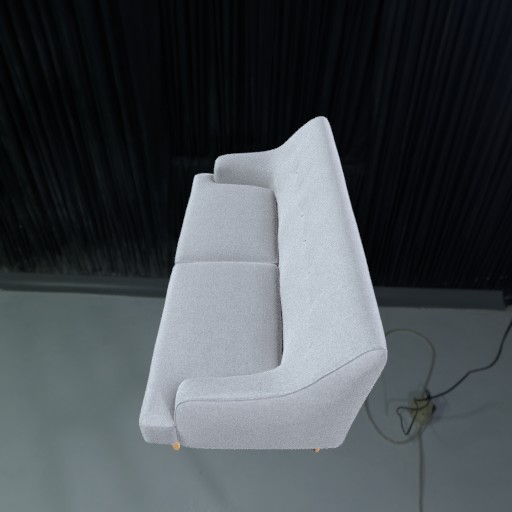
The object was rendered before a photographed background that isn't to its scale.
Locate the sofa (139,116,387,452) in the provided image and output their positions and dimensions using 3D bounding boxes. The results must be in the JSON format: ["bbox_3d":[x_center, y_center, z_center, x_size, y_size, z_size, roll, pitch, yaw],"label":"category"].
[{"bbox_3d":[0.000,0.000,2.566,0.978,0.871,2.057,0,41,1],"label":"sofa"}]
